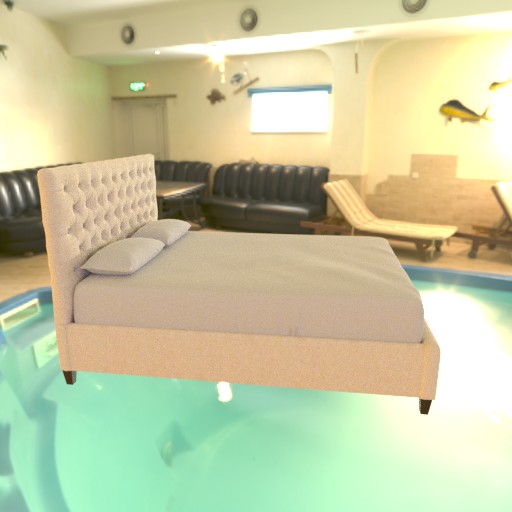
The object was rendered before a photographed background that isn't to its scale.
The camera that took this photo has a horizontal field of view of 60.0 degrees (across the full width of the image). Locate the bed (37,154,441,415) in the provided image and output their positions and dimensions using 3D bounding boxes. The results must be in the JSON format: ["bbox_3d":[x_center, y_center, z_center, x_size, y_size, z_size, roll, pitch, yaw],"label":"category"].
[{"bbox_3d":[0.000,0.000,3.394,2.387,1.427,1.698,2,16,8],"label":"bed"}]
